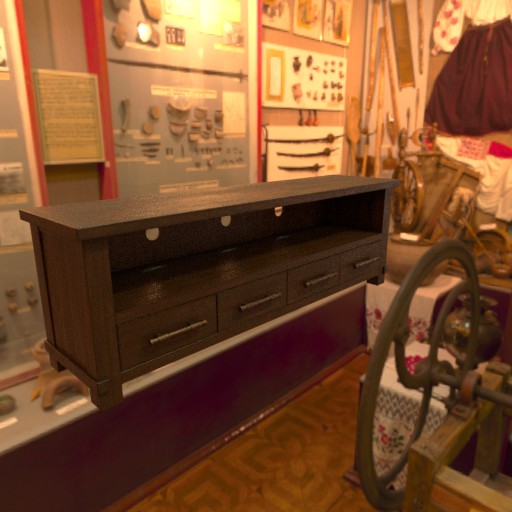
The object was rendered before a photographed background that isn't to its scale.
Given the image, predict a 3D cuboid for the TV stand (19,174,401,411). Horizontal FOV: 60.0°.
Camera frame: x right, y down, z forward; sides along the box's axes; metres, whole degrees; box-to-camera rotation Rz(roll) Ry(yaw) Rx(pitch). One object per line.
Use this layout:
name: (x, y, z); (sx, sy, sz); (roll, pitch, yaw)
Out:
TV stand: (0.000, 0.000, 2.095); (0.471, 0.615, 1.866); (15, 21, 43)
